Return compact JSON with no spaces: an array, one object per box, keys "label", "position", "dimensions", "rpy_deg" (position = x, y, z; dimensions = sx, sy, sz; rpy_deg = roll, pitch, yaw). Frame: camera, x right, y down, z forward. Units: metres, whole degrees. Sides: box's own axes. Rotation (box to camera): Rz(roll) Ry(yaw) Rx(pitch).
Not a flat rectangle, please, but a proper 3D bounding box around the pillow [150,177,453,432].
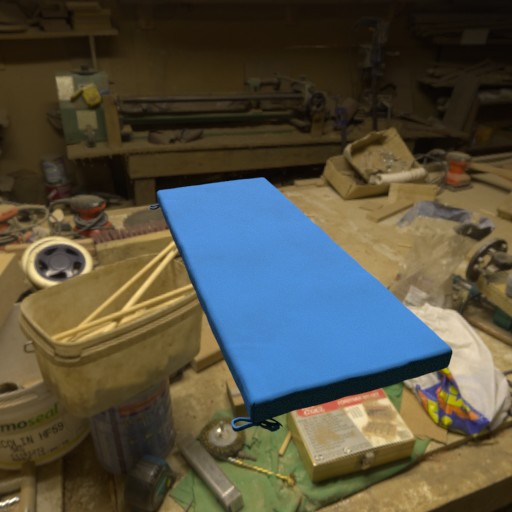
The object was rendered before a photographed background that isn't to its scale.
[{"label":"pillow","position":[0.000,0.000,1.344],"dimensions":[0.492,0.081,1.187],"rpy_deg":[-10,31,-17]}]
